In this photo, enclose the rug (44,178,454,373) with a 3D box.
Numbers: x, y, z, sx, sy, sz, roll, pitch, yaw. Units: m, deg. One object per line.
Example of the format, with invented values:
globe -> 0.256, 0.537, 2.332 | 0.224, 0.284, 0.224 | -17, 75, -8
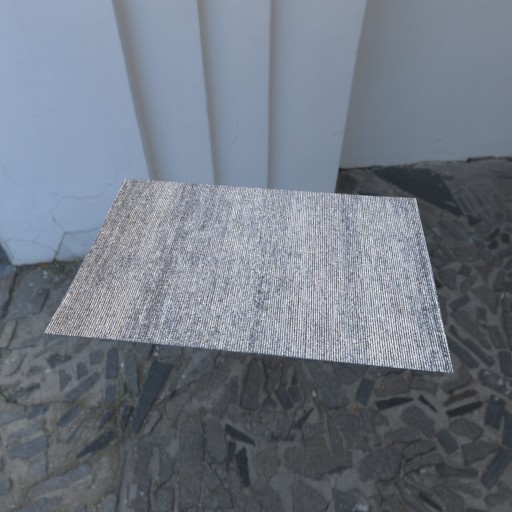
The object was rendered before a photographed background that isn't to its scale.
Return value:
rug -> 0.000, 0.000, 2.241 | 1.740, 0.010, 1.135 | 5, 46, 5
